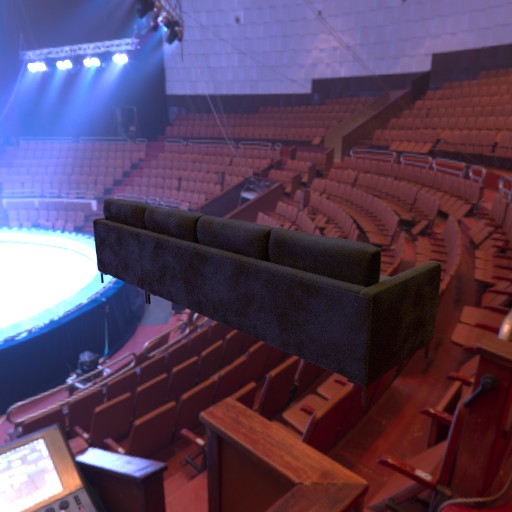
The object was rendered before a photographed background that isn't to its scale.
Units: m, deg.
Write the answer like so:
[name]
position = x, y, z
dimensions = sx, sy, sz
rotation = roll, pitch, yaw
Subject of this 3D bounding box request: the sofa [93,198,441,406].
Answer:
[sofa]
position = 0.000, 0.000, 3.312
dimensions = 2.725, 0.756, 1.255
rotation = 14, 20, 43
